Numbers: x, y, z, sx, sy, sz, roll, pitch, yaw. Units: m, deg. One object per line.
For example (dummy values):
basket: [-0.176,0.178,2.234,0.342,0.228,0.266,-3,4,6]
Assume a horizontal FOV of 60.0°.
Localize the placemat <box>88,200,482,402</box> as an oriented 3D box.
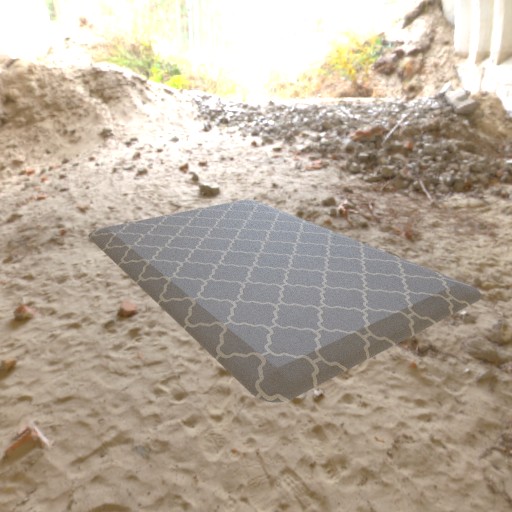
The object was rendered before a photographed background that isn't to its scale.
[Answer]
placemat: [0.000,0.000,0.957,0.508,0.021,0.762,-16,28,-32]
